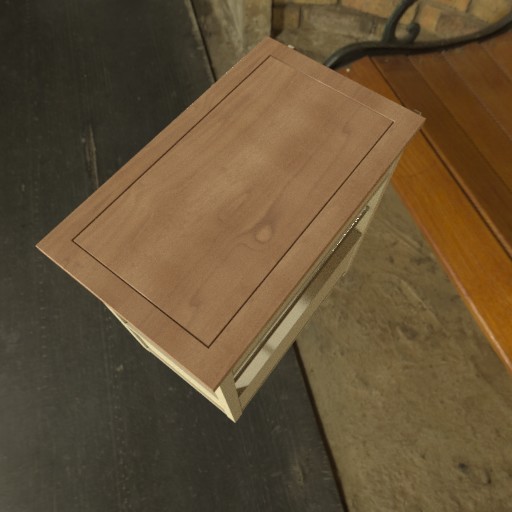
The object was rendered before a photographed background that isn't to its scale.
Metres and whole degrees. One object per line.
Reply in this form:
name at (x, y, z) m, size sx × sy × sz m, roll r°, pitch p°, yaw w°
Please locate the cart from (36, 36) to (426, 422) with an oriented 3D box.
cart at (0.000, 0.000, 1.365) m, size 0.459 × 0.901 × 0.840 m, roll 35°, pitch 69°, yaw 15°
